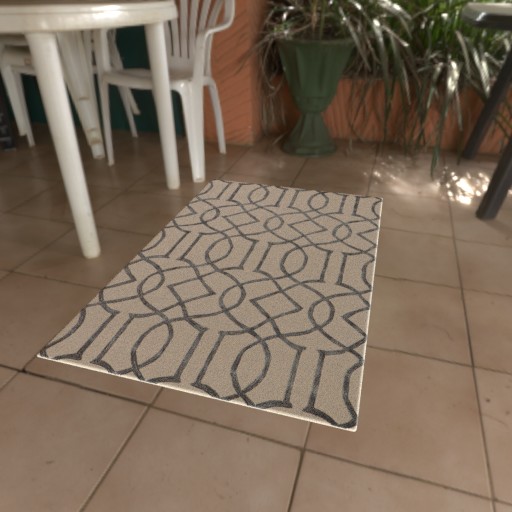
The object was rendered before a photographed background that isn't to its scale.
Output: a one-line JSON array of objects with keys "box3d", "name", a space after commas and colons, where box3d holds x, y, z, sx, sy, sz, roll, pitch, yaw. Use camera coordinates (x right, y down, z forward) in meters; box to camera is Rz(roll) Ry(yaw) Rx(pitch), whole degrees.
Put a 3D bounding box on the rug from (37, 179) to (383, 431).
[{"box3d": [0.000, 0.000, 2.921, 1.521, 0.017, 2.365, 9, 32, 14], "name": "rug"}]
